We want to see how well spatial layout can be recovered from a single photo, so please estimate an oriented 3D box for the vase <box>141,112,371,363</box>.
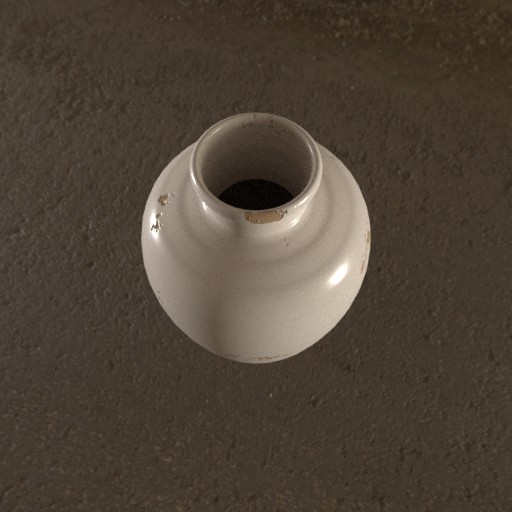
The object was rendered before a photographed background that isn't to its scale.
[{"bbox_3d":[0.000,0.000,0.337,0.158,0.228,0.158,0,64,0],"label":"vase"}]
